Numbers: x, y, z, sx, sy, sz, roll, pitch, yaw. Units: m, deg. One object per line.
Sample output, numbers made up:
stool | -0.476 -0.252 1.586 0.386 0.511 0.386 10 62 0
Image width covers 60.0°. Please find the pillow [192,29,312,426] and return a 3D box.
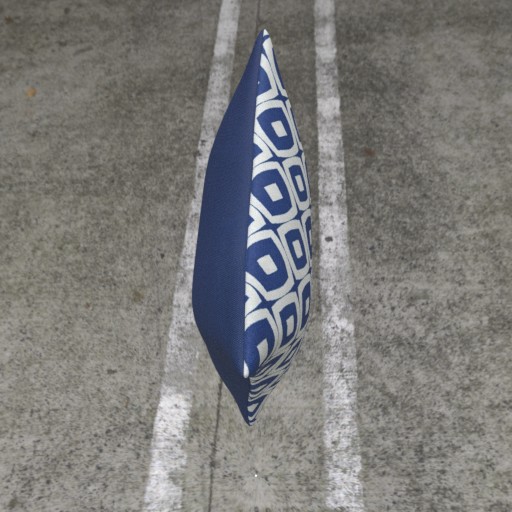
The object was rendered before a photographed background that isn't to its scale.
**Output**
pillow | 0.000 0.000 0.762 0.188 0.494 0.504 2 64 1
